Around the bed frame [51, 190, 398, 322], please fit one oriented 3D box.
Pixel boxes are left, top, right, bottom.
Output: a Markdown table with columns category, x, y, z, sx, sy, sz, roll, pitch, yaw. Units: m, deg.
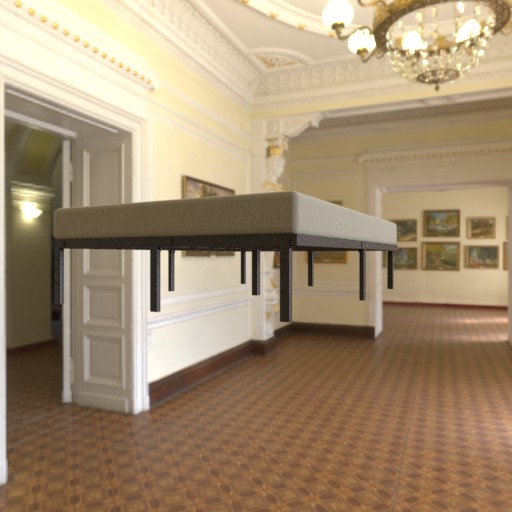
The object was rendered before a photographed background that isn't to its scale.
| category | x | y | z | sx | sy | sz | roll | pitch | yaw |
| --- | --- | --- | --- | --- | --- | --- | --- | --- | --- |
| bed frame | 0.000 | 0.000 | 3.845 | 2.205 | 0.680 | 2.842 | 0 | 0 | 36 |
